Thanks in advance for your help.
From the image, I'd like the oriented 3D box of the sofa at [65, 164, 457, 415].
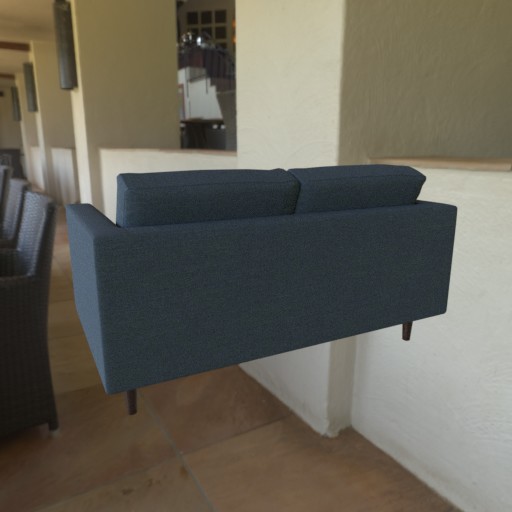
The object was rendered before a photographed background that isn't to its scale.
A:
[{"bbox_3d":[0.000,0.000,2.230,1.659,0.907,0.999,-7,16,-27],"label":"sofa"}]
